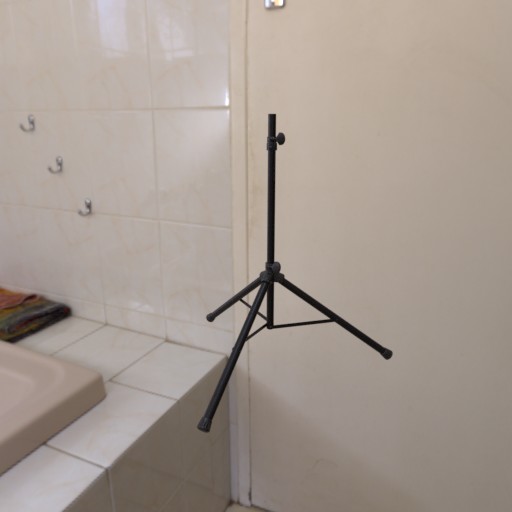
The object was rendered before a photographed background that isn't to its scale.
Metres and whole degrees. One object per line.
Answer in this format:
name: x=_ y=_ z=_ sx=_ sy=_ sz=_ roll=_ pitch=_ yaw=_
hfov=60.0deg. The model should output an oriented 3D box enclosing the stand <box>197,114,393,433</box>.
stand: x=0.000 y=0.000 z=1.849 sx=1.045 sy=1.136 sz=0.907 roll=8 pitch=18 yaw=26
